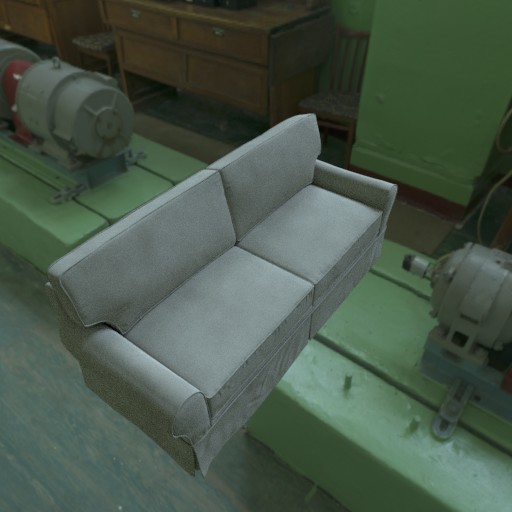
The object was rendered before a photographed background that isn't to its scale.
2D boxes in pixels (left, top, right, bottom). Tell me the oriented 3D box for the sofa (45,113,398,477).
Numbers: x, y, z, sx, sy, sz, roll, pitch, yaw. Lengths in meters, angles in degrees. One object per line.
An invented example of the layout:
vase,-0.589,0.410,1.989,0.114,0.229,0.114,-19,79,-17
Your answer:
sofa,0.000,0.000,2.685,0.900,1.014,2.246,26,47,27
